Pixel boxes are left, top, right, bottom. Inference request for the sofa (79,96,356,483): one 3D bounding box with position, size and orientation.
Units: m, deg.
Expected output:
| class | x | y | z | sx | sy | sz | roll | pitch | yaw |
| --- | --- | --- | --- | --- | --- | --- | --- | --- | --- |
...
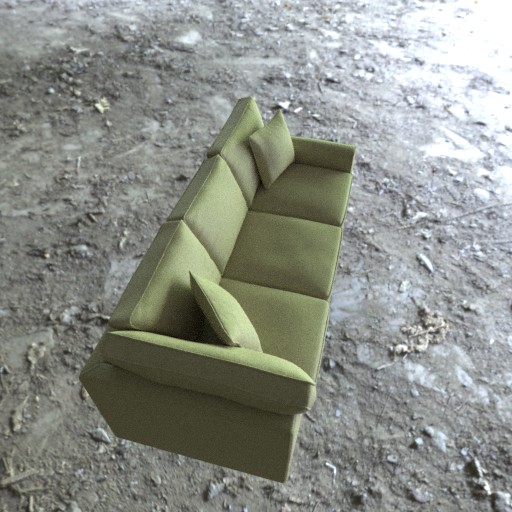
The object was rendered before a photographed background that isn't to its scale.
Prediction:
| class | x | y | z | sx | sy | sz | roll | pitch | yaw |
| --- | --- | --- | --- | --- | --- | --- | --- | --- | --- |
| sofa | 0.000 | 0.000 | 2.829 | 1.053 | 0.948 | 2.323 | 11 | 49 | 10 |
